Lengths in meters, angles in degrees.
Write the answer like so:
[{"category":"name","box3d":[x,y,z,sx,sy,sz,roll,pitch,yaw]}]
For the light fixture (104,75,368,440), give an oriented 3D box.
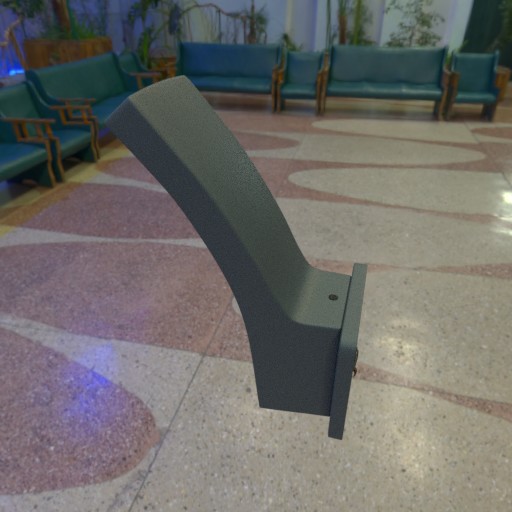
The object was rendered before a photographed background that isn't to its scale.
[{"category":"light fixture","box3d":[0.000,0.000,0.335,0.174,0.243,0.108,8,32,14]}]
